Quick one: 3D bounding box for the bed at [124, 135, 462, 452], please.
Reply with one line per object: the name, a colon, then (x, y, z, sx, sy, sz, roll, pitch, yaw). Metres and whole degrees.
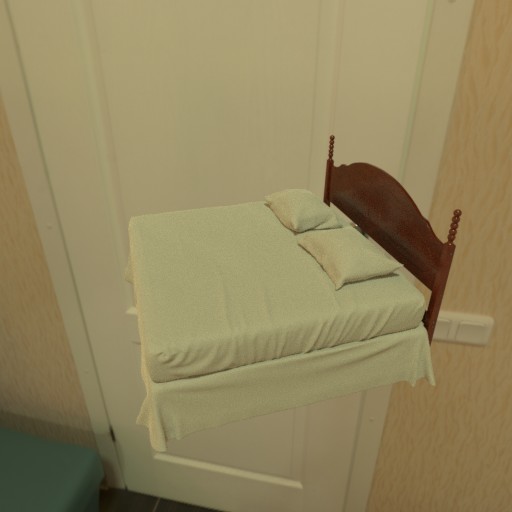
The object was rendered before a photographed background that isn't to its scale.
bed: (0.000, 0.000, 3.666, 2.219, 1.355, 2.322, -9, 31, -14)
